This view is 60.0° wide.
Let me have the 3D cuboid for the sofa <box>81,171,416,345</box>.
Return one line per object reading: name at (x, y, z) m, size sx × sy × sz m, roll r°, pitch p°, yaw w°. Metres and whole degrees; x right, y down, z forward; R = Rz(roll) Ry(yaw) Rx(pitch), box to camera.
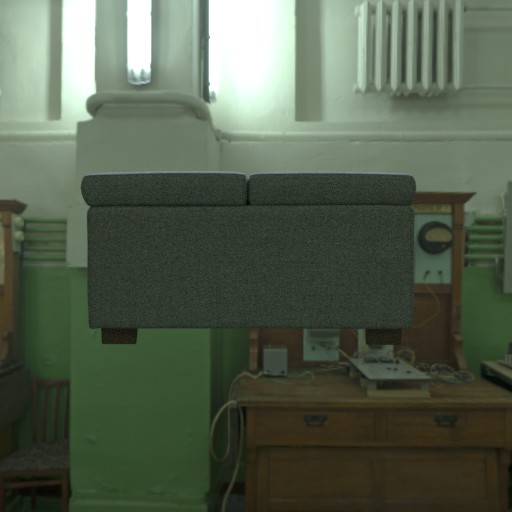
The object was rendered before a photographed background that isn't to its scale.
sofa at (0.000, 0.000, 1.646) m, size 0.817 × 0.434 × 1.250 m, roll 0°, pitch -1°, yaw 1°
